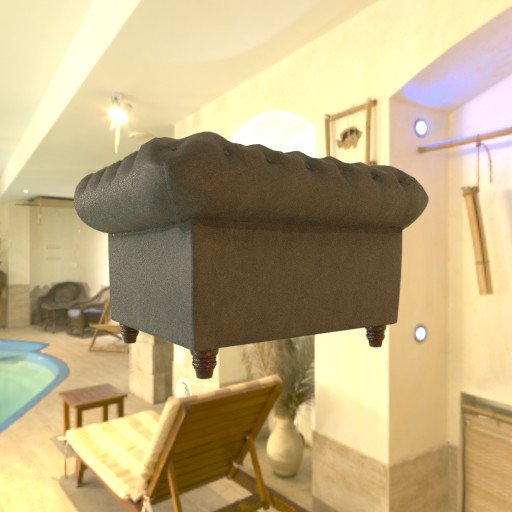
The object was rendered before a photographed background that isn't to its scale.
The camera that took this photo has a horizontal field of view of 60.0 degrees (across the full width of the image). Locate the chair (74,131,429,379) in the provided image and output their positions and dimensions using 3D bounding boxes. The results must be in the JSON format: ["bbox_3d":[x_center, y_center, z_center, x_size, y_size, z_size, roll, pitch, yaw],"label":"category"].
[{"bbox_3d":[0.000,0.000,1.908,1.298,0.780,0.943,0,0,-35],"label":"chair"}]
